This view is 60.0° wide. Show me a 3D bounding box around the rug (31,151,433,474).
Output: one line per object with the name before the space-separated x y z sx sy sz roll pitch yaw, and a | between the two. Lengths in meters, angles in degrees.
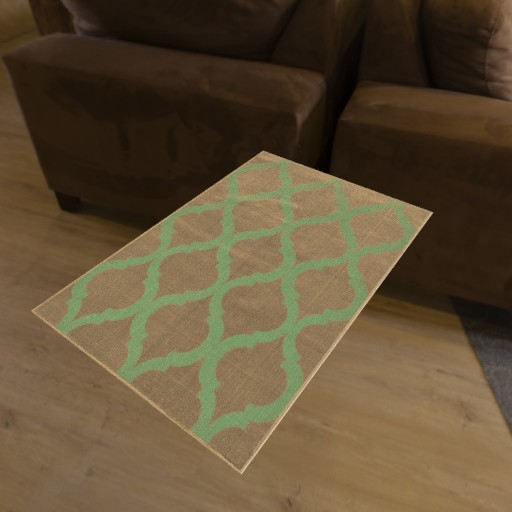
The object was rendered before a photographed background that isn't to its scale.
rug | 0.000 0.000 2.890 1.524 0.006 2.286 26 48 26
